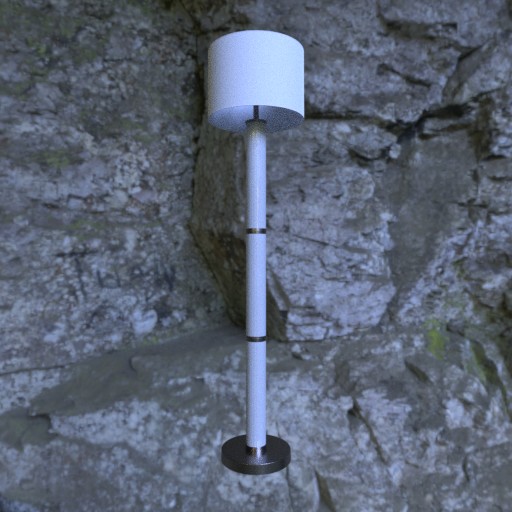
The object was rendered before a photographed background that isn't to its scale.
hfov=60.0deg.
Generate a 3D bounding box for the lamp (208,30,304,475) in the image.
[{"bbox_3d":[0.000,0.000,1.751,0.377,1.599,0.377,0,1,0],"label":"lamp"}]
